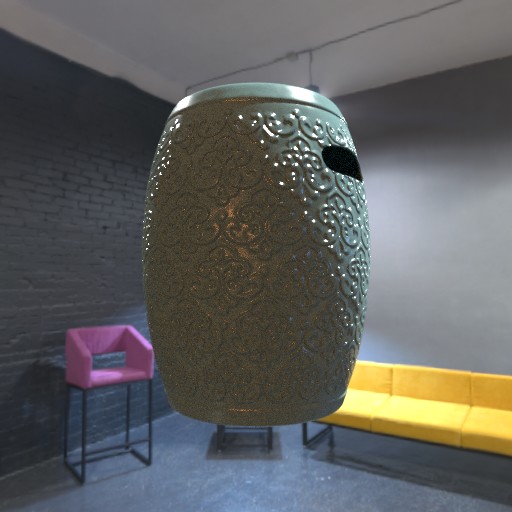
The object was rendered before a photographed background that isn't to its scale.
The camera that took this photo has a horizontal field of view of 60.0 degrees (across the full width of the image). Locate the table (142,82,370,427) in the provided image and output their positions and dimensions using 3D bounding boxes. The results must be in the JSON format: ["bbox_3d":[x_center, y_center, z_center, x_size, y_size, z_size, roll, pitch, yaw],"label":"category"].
[{"bbox_3d":[0.000,0.000,0.619,0.309,0.397,0.309,0,-2,0],"label":"table"}]
